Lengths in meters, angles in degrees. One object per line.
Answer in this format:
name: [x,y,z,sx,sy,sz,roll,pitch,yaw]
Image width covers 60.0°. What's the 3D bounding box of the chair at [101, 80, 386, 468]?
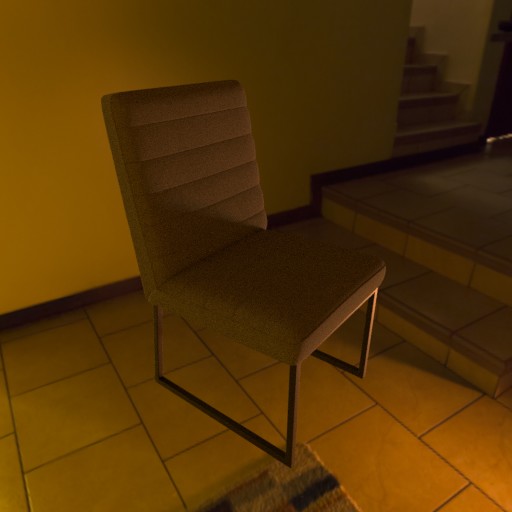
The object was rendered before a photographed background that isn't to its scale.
chair: [0.000,0.000,1.325,0.634,0.930,0.520,19,32,33]
